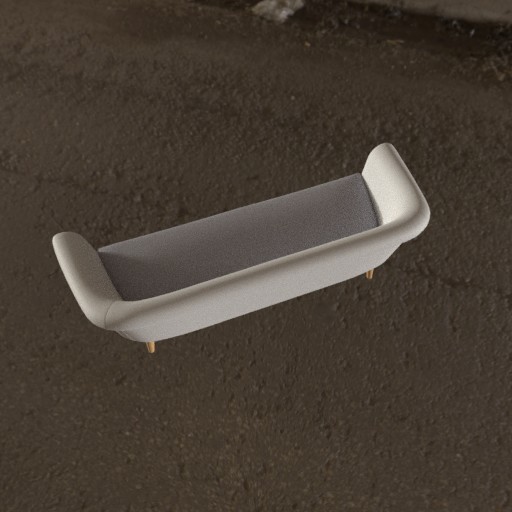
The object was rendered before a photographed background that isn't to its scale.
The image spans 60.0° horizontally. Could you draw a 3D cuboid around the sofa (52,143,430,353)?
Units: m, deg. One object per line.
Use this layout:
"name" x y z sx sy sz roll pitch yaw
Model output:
"sofa" 0.000 0.000 2.663 2.160 0.795 0.827 -17 60 -11
